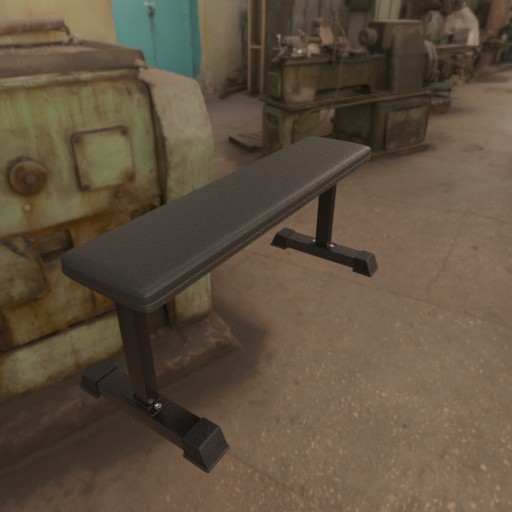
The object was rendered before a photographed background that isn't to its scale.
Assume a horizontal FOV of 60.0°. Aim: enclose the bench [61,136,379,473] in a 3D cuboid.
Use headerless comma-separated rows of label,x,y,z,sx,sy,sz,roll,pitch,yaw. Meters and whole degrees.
bench,0.000,0.000,1.310,0.439,0.453,1.072,19,35,29
